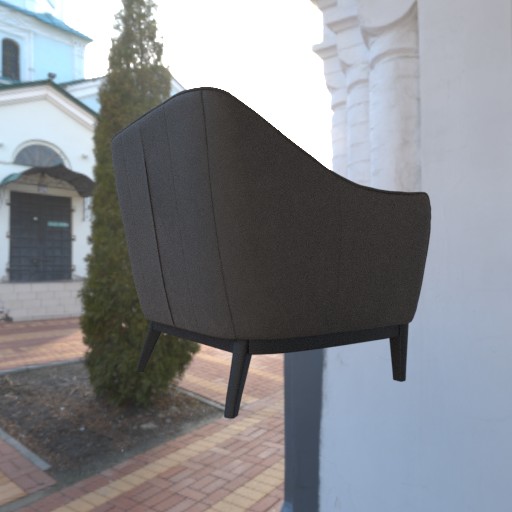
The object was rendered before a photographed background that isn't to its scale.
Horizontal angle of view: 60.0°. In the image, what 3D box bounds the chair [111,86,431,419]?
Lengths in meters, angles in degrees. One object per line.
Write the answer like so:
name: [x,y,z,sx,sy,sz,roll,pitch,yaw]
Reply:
chair: [0.000,0.000,1.548,0.852,0.830,0.871,1,-1,-37]
